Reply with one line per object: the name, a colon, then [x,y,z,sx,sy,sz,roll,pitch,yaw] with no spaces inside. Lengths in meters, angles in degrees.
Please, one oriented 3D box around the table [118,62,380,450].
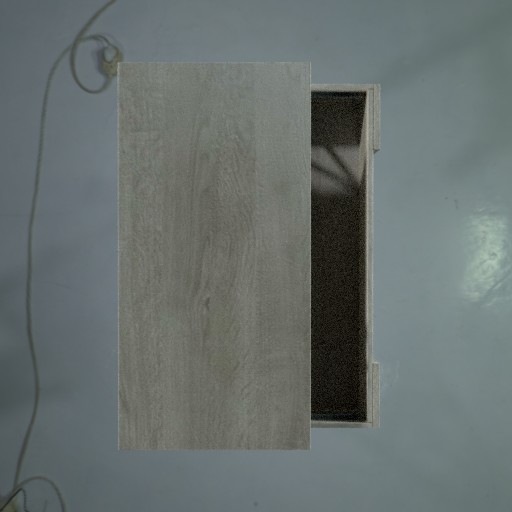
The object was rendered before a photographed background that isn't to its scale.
table: [0.000,0.000,1.426,0.711,0.570,1.000,0,90,0]
